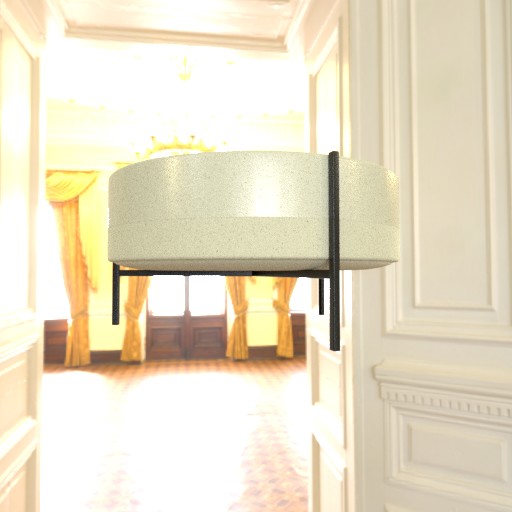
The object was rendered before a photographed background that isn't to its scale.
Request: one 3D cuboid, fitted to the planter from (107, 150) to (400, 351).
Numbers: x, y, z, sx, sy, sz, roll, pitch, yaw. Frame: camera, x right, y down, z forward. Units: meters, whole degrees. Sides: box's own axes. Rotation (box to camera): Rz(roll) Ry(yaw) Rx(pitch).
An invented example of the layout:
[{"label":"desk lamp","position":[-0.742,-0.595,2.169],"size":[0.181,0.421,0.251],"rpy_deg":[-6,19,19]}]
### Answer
[{"label":"planter","position":[0.000,0.000,0.539],"size":[0.336,0.171,0.345],"rpy_deg":[-1,-2,36]}]
